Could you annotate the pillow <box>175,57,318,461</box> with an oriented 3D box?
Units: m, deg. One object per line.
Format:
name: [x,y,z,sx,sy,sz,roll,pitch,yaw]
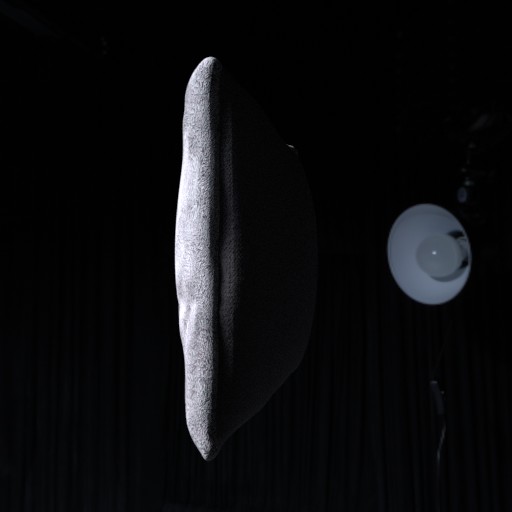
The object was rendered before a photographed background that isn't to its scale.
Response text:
pillow: [0.000,0.000,0.792,0.204,0.520,0.522,0,-1,16]
